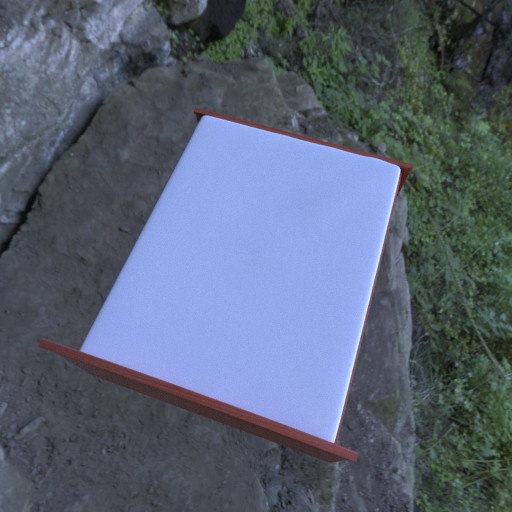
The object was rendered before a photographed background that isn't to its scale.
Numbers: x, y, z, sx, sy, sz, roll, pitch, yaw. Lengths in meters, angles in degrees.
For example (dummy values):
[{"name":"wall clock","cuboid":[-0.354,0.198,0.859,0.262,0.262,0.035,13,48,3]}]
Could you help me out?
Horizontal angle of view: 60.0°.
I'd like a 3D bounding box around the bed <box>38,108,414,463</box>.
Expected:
[{"name":"bed","cuboid":[0.000,0.000,2.925,1.683,0.848,2.053,17,65,8]}]
